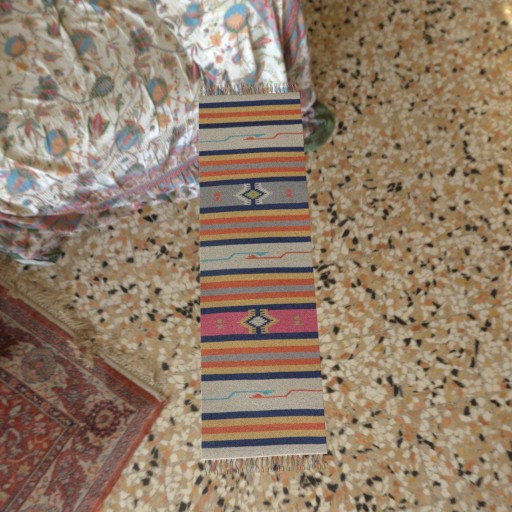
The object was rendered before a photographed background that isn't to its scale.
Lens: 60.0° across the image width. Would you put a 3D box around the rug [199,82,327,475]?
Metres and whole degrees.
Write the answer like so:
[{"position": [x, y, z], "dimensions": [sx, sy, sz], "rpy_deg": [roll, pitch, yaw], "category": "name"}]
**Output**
[{"position": [0.000, 0.000, 2.735], "dimensions": [0.695, 0.017, 2.455], "rpy_deg": [-2, 75, -1], "category": "rug"}]
